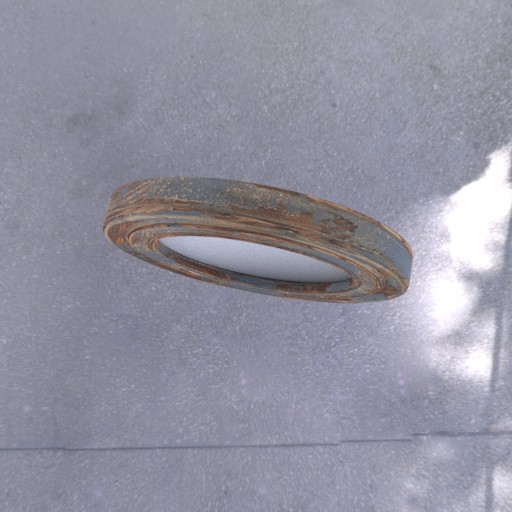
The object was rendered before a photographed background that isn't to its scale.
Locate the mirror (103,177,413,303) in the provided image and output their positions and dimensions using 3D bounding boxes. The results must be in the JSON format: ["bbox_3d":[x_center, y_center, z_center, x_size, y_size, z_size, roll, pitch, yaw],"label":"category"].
[{"bbox_3d":[0.000,0.000,0.881,0.585,0.585,0.061,10,77,3],"label":"mirror"}]
